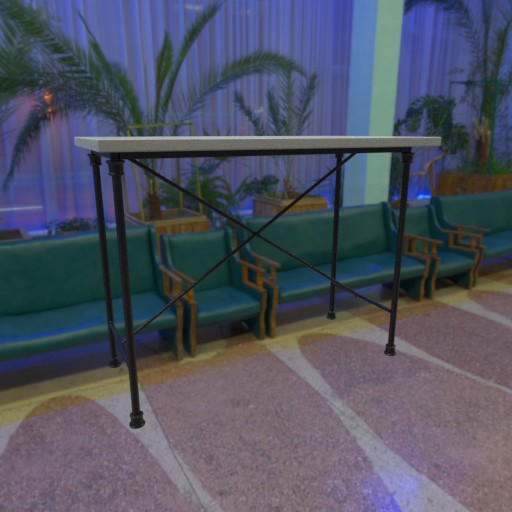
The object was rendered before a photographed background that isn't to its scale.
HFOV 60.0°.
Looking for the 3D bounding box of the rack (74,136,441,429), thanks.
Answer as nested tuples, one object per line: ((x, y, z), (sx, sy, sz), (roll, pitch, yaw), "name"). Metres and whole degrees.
((0.000, 0.000, 1.697), (1.159, 0.880, 0.613), (-8, 17, -25), "rack")
